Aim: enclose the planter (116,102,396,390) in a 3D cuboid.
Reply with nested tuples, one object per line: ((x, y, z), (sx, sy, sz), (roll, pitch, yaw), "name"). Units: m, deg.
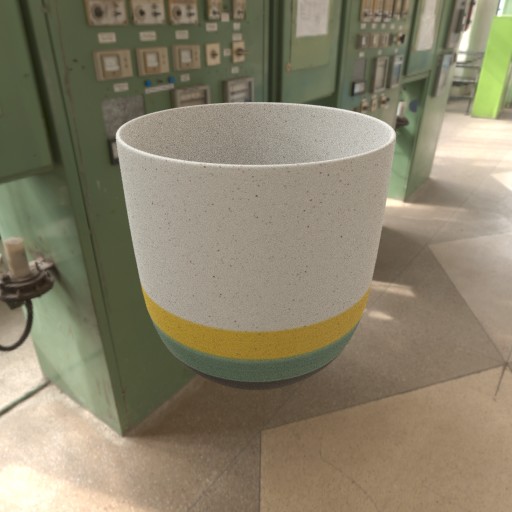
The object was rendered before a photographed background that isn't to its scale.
((0.000, 0.000, 0.370), (0.195, 0.214, 0.195), (0, 29, 0), "planter")
